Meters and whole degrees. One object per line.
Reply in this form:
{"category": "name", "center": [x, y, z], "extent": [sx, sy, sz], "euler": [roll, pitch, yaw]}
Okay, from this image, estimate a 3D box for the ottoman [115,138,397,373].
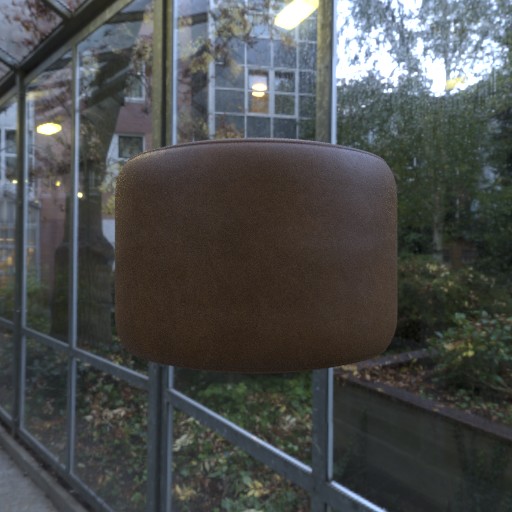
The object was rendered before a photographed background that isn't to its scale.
{"category": "ottoman", "center": [0.000, 0.000, 1.000], "extent": [0.607, 0.438, 0.607], "euler": [0, 0, 0]}
